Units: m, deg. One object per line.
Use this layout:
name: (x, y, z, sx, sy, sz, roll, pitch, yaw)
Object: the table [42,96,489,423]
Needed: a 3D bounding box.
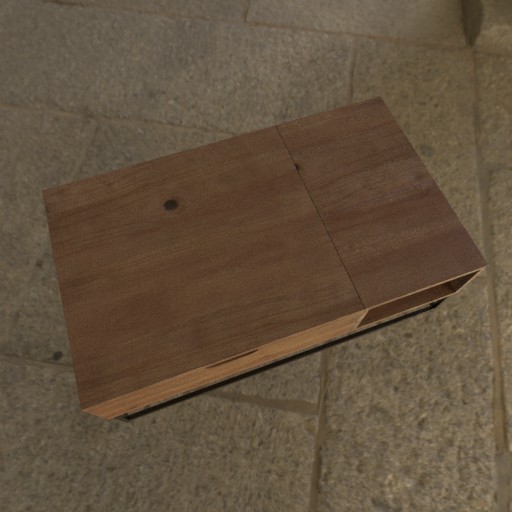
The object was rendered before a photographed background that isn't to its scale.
table: (0.000, 0.000, 1.424, 1.101, 0.395, 0.655, -18, 66, -8)
